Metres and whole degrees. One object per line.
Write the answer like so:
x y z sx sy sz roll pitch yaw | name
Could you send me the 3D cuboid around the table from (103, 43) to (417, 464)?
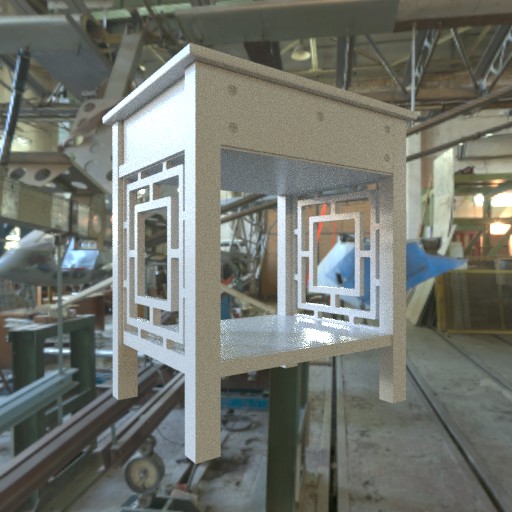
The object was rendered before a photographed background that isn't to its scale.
0.000 0.000 1.013 0.564 0.646 0.451 0 0 -35 | table
